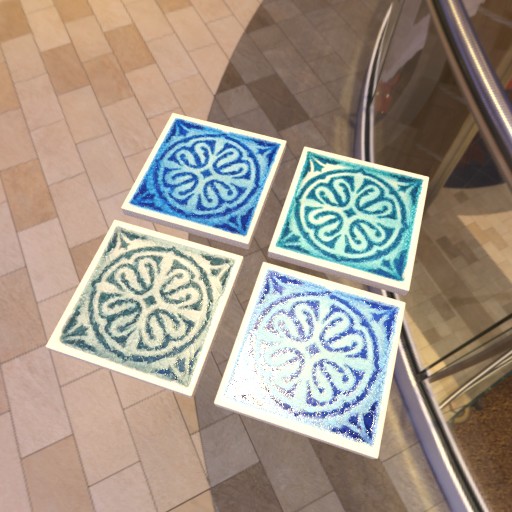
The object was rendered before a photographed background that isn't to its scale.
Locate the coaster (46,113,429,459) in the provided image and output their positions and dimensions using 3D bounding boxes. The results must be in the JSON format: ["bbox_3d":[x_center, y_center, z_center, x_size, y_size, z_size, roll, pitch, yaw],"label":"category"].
[{"bbox_3d":[0.000,0.000,0.323,0.219,0.010,0.214,16,64,8],"label":"coaster"}]
